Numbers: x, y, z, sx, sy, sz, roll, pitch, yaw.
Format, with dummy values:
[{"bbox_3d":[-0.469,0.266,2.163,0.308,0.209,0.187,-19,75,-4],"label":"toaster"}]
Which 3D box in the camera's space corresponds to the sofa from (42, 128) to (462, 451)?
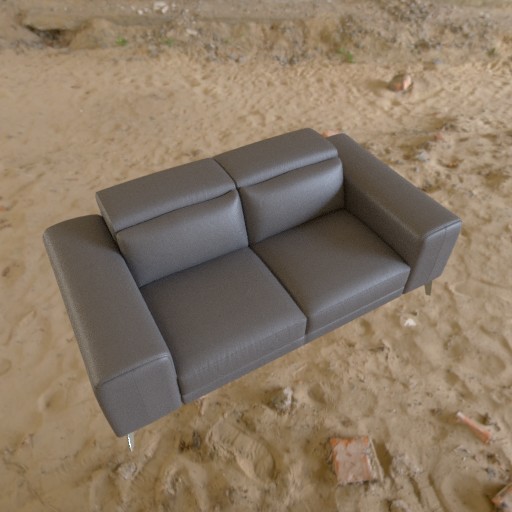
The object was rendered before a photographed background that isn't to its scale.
[{"bbox_3d":[0.000,0.000,2.387,1.930,0.753,1.024,-22,50,-20],"label":"sofa"}]
